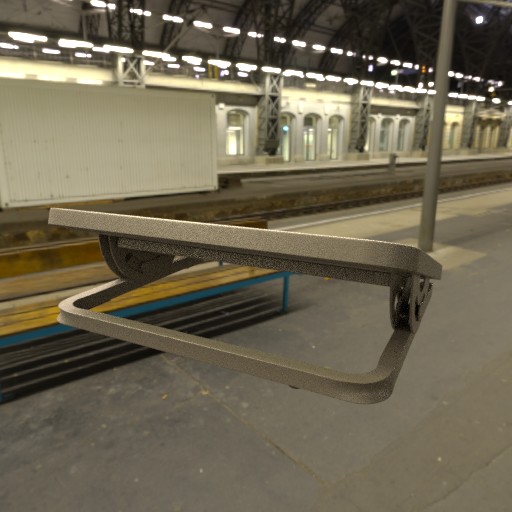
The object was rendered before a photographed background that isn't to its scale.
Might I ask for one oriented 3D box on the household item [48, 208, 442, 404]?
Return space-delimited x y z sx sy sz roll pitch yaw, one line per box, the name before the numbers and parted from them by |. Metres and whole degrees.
household item | 0.000 0.000 0.522 0.390 0.126 0.301 8 17 27
